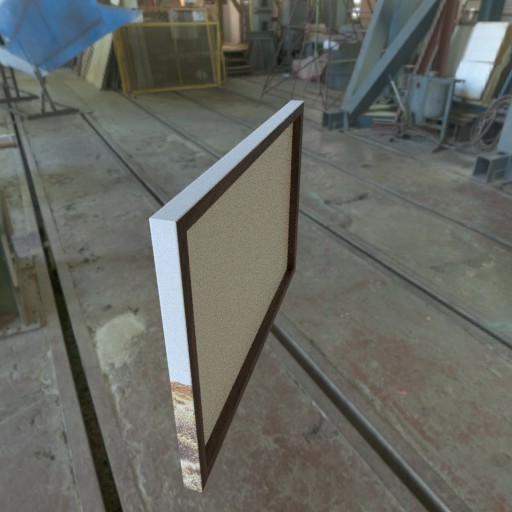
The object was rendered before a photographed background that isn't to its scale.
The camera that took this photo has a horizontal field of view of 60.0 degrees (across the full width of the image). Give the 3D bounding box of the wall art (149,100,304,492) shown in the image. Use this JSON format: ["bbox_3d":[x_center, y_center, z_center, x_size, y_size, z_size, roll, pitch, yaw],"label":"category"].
[{"bbox_3d":[0.000,0.000,1.424,0.051,0.761,1.138,8,31,14],"label":"wall art"}]
